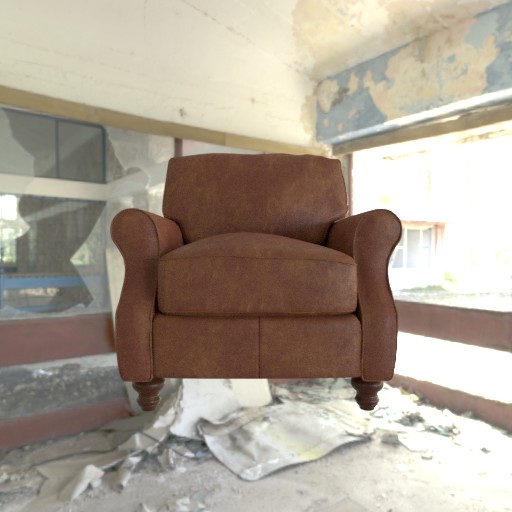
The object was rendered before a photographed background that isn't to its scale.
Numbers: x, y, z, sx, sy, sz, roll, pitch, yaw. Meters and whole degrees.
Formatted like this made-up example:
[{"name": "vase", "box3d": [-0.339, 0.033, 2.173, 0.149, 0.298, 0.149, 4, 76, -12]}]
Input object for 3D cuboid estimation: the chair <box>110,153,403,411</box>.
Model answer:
[{"name": "chair", "box3d": [0.000, 0.000, 1.792, 0.983, 0.962, 0.986, 0, 0, 0]}]
